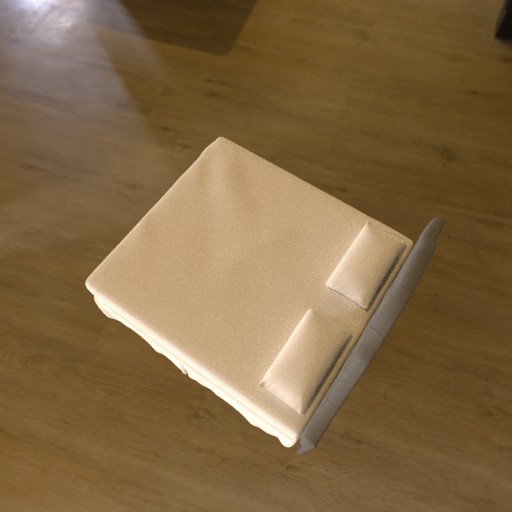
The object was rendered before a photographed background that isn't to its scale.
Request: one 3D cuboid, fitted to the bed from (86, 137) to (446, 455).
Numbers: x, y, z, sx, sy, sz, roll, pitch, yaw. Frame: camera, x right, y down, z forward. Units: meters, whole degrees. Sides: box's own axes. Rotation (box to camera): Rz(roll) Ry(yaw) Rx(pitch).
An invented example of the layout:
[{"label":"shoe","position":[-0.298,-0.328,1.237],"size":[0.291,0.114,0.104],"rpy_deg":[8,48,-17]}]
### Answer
[{"label":"bed","position":[0.000,0.000,3.557],"size":[2.214,1.615,2.008],"rpy_deg":[32,68,14]}]
